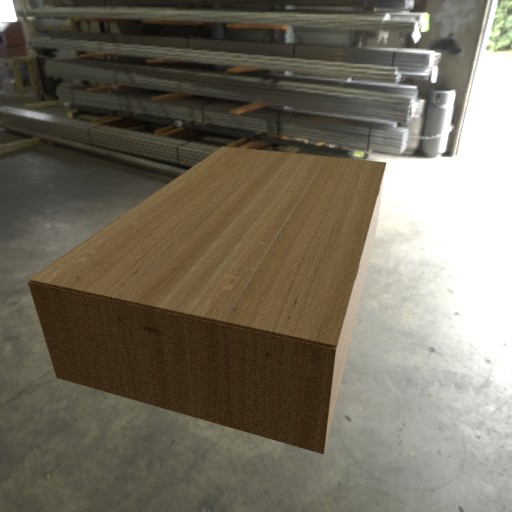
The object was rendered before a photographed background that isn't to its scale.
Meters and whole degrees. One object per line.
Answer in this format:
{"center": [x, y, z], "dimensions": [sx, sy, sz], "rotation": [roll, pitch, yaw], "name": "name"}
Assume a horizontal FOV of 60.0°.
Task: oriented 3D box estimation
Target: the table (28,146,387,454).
{"center": [0.000, 0.000, 1.416], "dimensions": [0.678, 0.353, 1.110], "rotation": [9, 31, 16], "name": "table"}
